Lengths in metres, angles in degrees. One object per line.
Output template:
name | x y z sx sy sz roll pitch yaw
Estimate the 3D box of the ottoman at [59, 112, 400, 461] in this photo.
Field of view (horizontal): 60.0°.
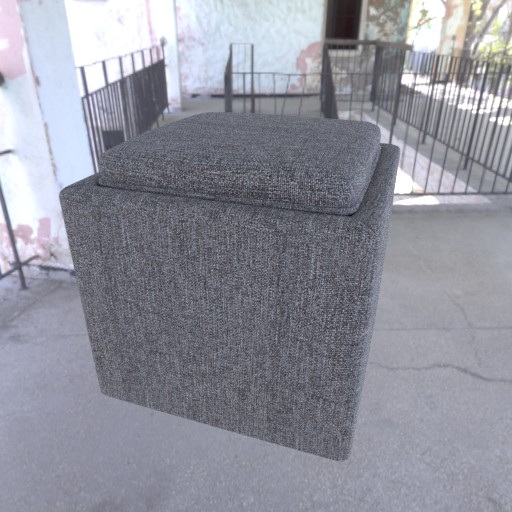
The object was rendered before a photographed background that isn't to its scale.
ottoman | 0.000 0.000 0.822 0.450 0.460 0.450 9 29 17
